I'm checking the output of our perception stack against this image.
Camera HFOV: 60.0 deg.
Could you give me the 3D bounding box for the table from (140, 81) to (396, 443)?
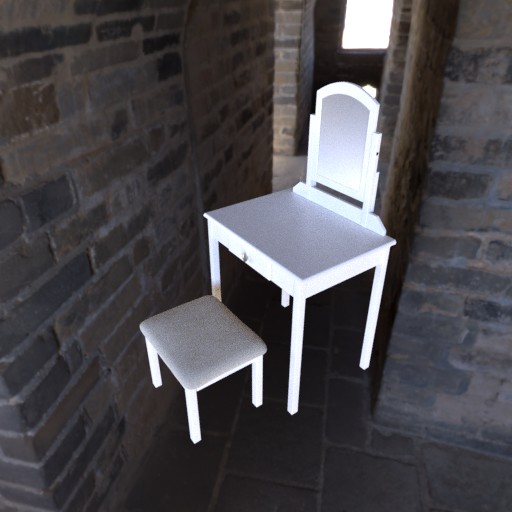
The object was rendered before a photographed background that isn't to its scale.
[{"bbox_3d":[0.000,0.000,2.359,1.211,1.631,0.876,-20,37,-30],"label":"table"}]
